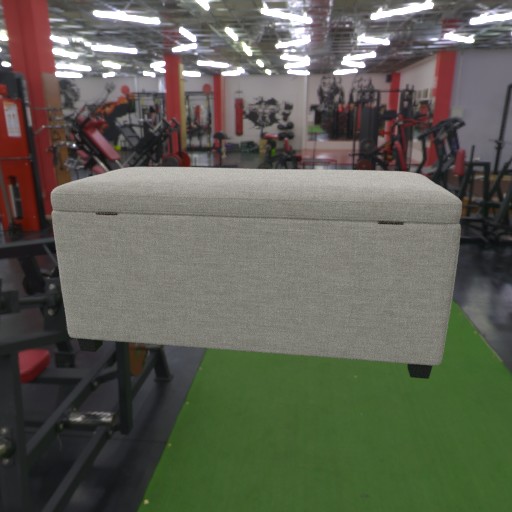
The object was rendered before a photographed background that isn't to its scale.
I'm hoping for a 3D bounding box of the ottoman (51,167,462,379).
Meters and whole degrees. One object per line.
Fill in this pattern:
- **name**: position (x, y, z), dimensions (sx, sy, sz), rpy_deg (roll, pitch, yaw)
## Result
- **ottoman**: position (0.000, 0.000, 1.162), dimensions (0.902, 0.432, 0.419), rpy_deg (3, 18, 8)
